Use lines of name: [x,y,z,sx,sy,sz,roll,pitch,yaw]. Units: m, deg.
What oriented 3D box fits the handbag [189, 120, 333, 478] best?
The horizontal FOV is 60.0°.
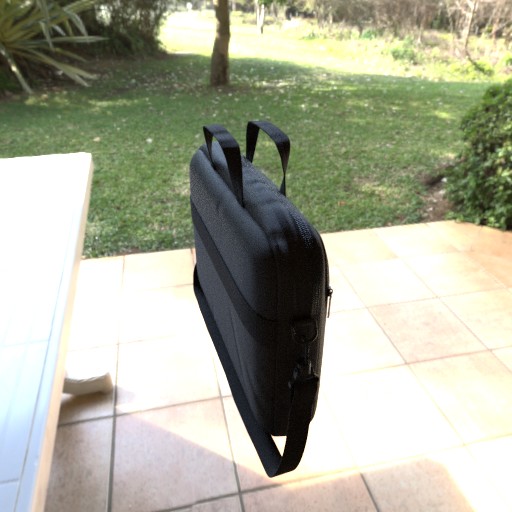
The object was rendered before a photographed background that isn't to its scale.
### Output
handbag: [0.000,0.000,0.433,0.089,0.244,0.320,-10,32,-16]
